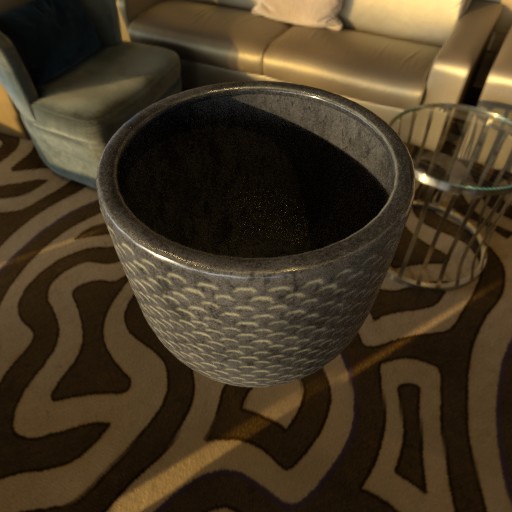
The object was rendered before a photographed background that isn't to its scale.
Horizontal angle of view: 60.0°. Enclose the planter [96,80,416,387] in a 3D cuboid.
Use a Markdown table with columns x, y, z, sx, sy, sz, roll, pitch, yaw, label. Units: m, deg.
| x | y | z | sx | sy | sz | roll | pitch | yaw | label |
| --- | --- | --- | --- | --- | --- | --- | --- | --- | --- |
| 0.000 | 0.000 | 0.346 | 0.197 | 0.191 | 0.197 | 0 | 48 | 0 | planter |
